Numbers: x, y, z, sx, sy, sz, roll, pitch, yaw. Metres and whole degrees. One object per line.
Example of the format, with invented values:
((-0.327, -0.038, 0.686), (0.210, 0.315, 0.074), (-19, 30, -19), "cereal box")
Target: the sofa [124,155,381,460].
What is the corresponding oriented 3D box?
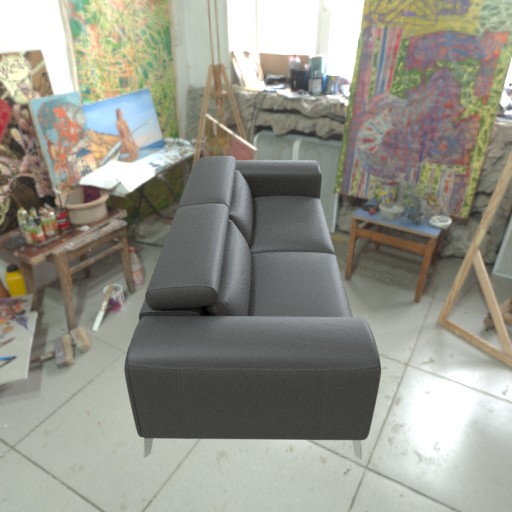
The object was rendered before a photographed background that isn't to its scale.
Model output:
((0.000, 0.000, 2.772), (1.023, 0.759, 2.321), (0, 32, 1), "sofa")
